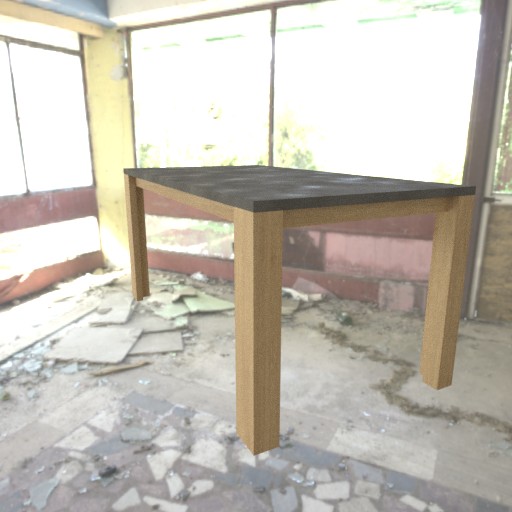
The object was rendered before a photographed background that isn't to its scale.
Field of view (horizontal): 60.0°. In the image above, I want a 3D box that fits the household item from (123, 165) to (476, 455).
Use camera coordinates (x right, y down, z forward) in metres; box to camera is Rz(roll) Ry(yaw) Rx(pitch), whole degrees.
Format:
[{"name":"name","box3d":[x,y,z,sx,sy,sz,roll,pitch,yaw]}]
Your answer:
[{"name":"household item","box3d":[0.000,0.000,2.094,0.850,0.755,1.600,-7,16,-27]}]
